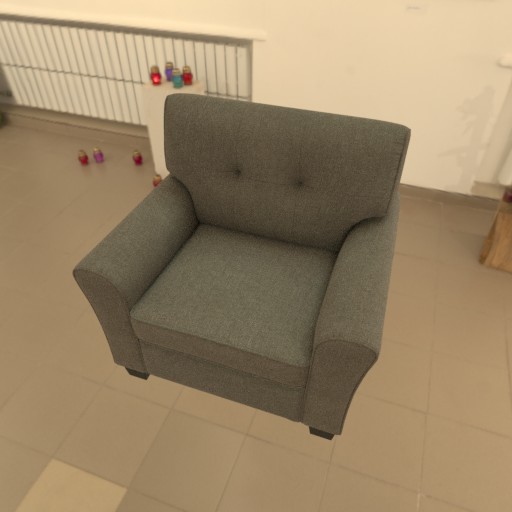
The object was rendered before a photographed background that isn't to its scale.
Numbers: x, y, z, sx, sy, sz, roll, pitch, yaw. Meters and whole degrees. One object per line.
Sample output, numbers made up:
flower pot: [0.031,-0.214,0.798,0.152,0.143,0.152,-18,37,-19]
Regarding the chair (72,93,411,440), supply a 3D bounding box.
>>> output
chair: [0.000,0.000,1.596,0.941,0.890,0.816,13,43,14]
